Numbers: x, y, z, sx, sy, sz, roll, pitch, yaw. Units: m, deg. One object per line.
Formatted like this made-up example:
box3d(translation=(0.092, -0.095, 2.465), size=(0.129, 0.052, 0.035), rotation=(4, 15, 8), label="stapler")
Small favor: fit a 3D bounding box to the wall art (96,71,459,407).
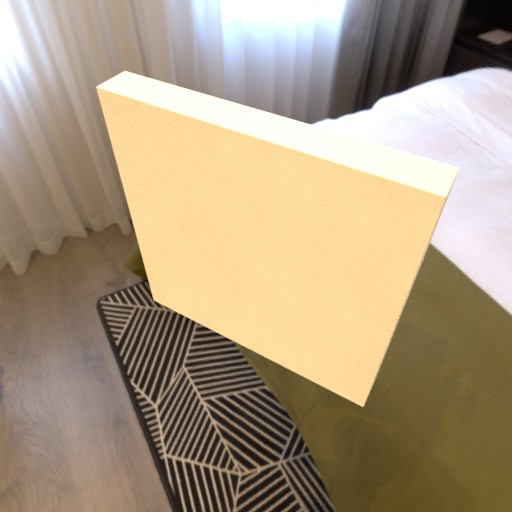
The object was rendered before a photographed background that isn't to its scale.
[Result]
box3d(translation=(0.000, 0.000, 0.459), size=(0.305, 0.305, 0.038), rotation=(23, 51, 20), label="wall art")
